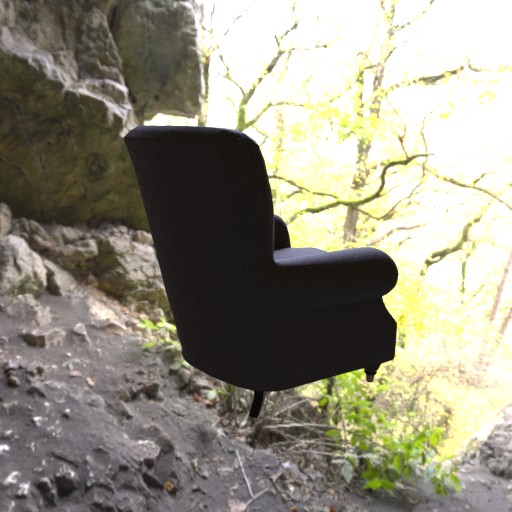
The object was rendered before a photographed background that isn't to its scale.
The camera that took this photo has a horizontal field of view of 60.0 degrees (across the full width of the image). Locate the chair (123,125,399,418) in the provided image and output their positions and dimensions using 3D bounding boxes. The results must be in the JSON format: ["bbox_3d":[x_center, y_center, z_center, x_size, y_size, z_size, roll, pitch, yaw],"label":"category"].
[{"bbox_3d":[0.000,0.000,1.853,0.983,1.046,0.983,-8,18,-26],"label":"chair"}]
